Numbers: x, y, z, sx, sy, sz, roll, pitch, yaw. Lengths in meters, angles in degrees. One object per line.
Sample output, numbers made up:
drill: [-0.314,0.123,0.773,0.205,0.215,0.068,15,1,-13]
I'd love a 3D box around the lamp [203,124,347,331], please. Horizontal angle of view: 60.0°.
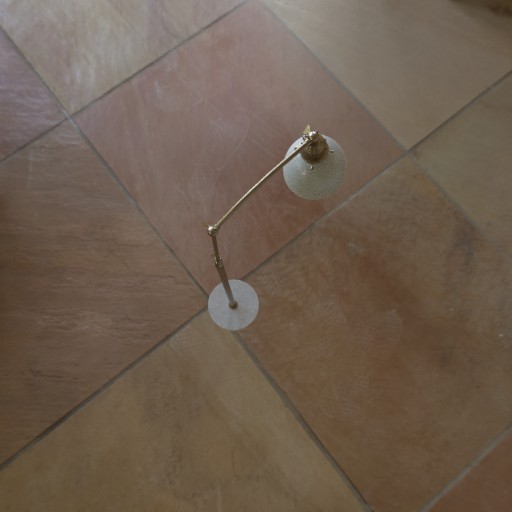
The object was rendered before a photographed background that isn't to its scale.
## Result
lamp: [0.000,0.000,1.795,0.599,1.586,0.288,-34,78,-8]
